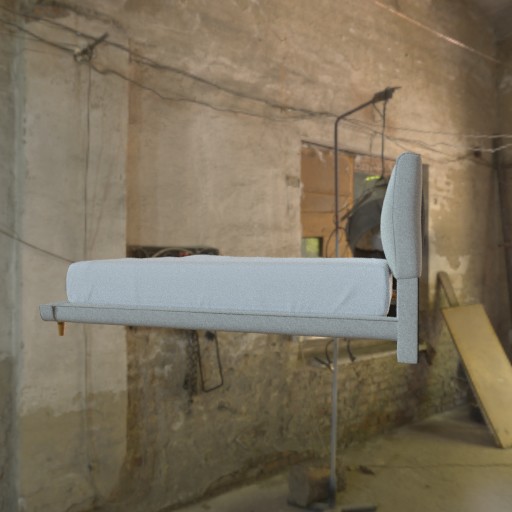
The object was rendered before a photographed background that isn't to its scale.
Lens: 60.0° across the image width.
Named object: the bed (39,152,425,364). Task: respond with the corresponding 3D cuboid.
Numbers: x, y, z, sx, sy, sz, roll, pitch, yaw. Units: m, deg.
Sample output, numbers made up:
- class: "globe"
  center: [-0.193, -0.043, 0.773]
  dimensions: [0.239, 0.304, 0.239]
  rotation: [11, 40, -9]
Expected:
- class: "bed"
  center: [0.000, 0.000, 3.592]
  dimensions: [2.498, 1.126, 1.980]
  rotation: [0, 1, 17]
